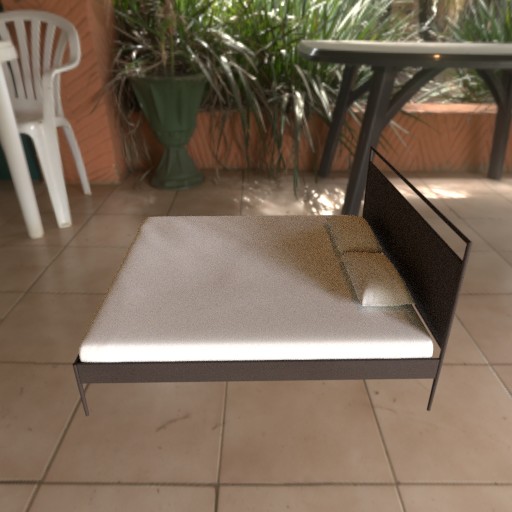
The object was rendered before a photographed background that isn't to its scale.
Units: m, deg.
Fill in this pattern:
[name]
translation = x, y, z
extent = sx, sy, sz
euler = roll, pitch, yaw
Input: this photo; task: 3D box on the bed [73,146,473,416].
[bed]
translation = 0.000, 0.000, 3.361
extent = 2.151, 1.173, 1.993
euler = -1, 28, -1
